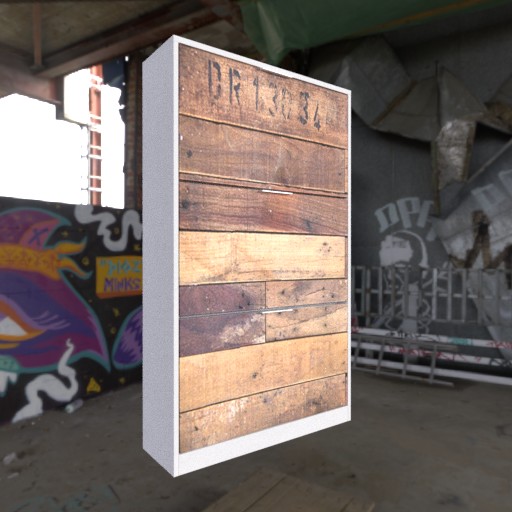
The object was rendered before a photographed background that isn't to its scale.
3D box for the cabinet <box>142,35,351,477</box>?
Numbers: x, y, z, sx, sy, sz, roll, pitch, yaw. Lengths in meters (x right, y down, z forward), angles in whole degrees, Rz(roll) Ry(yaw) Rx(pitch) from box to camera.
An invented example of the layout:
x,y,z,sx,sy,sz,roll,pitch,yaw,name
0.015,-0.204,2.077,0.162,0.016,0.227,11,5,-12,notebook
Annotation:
x,y,z,sx,sy,sz,roll,pitch,yaw,name
0.000,0.000,1.592,0.750,1.280,0.250,0,0,-36,cabinet
